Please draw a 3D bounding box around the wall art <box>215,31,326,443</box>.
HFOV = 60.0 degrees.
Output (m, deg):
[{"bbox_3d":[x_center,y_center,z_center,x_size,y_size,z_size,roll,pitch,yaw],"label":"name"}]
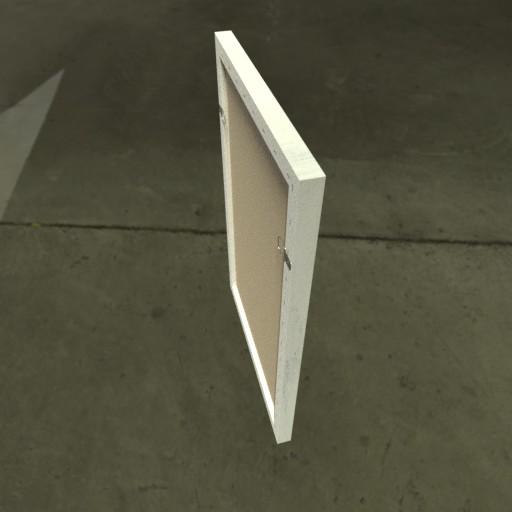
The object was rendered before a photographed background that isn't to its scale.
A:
[{"bbox_3d":[0.000,0.000,1.167,0.043,0.914,0.624,-11,46,-10],"label":"wall art"}]
